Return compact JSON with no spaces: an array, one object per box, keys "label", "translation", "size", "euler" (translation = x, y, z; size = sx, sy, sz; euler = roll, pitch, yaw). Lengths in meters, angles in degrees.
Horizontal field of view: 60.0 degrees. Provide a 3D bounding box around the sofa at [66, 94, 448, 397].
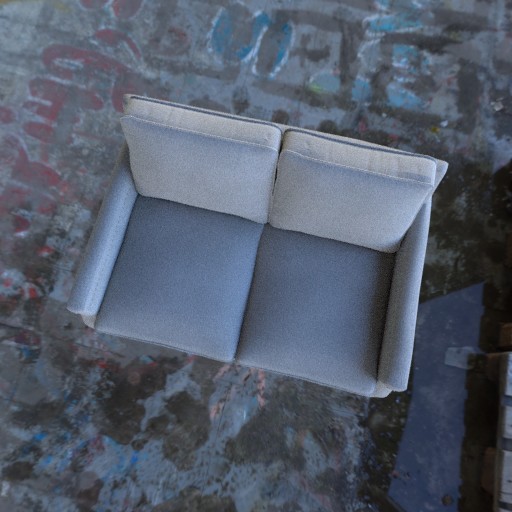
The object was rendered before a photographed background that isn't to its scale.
[{"label":"sofa","translation":[0.000,0.000,2.218],"size":[1.597,1.003,1.084],"euler":[13,77,3]}]
